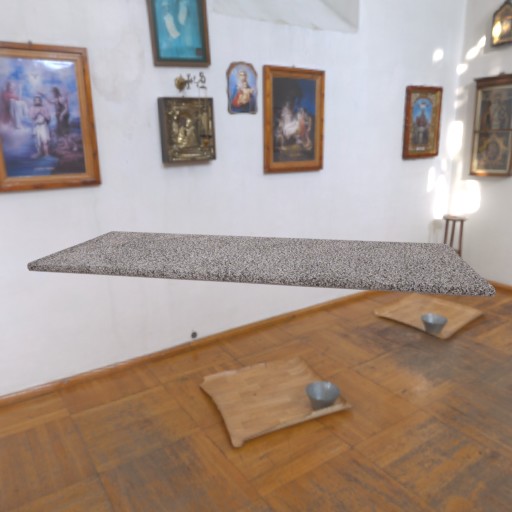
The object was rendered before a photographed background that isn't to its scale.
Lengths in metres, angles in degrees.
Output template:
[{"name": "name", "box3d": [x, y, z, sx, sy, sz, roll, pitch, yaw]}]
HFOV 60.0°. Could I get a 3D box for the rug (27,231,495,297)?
[{"name": "rug", "box3d": [0.000, 0.000, 1.701, 1.524, 0.030, 0.609, 3, 14, 10]}]
